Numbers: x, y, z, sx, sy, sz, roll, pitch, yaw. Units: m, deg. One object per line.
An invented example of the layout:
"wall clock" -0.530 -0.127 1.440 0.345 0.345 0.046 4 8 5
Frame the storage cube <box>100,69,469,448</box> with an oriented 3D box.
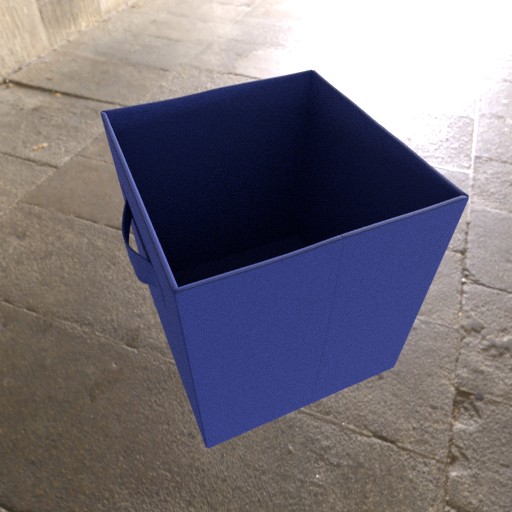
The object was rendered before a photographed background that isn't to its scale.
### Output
"storage cube" 0.000 0.000 0.508 0.270 0.280 0.270 -18 49 -16
